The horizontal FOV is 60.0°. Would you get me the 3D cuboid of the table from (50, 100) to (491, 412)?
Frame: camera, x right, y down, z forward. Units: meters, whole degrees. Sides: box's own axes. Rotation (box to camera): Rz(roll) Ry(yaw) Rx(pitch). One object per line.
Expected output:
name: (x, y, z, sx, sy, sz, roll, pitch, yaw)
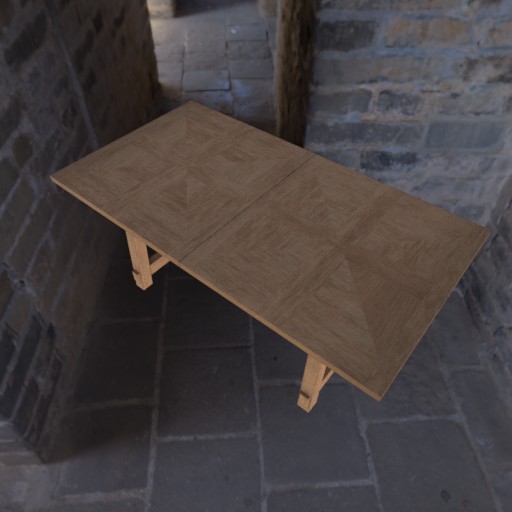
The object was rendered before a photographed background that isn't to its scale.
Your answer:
table: (0.000, 0.000, 2.394, 1.881, 0.768, 1.016, 31, 54, 26)
